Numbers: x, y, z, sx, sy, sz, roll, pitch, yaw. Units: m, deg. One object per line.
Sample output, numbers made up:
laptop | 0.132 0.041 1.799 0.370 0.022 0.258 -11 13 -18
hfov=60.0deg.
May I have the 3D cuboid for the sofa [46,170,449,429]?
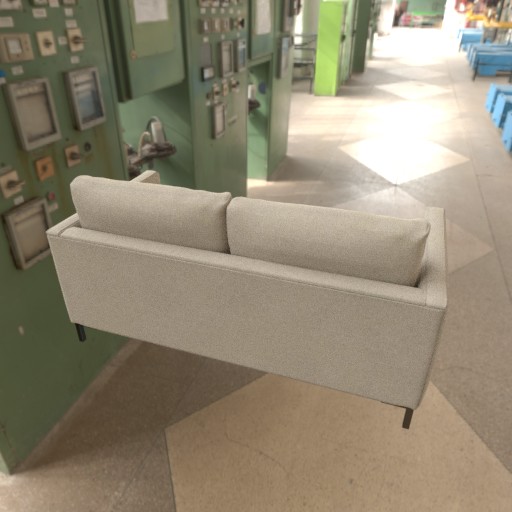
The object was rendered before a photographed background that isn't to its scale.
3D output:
sofa | 0.000 0.000 2.148 1.682 0.840 0.875 10 32 17
